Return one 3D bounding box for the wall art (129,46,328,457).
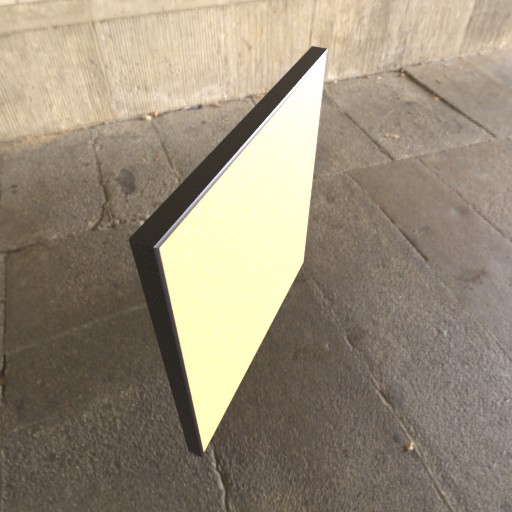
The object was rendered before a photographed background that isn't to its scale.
[{"bbox_3d":[0.000,0.000,1.129,0.042,0.766,0.769,18,48,17],"label":"wall art"}]
